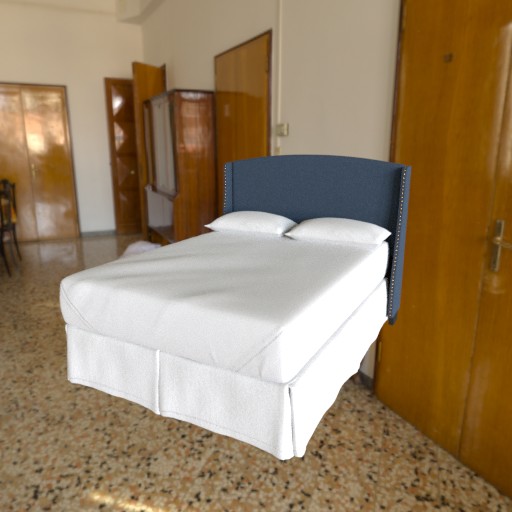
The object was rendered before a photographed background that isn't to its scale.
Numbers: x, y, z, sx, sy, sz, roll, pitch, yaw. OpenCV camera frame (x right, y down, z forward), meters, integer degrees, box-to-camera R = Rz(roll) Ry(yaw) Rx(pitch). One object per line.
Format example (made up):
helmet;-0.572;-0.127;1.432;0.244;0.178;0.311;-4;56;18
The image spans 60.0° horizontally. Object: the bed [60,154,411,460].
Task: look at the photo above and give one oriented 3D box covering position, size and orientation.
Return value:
bed;0.000;0.000;3.249;1.710;1.407;2.237;8;16;28
